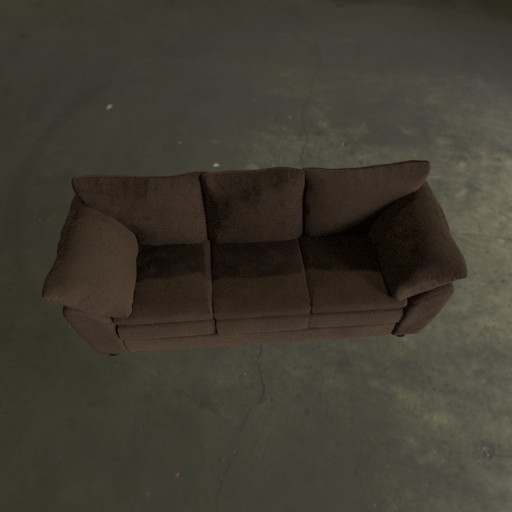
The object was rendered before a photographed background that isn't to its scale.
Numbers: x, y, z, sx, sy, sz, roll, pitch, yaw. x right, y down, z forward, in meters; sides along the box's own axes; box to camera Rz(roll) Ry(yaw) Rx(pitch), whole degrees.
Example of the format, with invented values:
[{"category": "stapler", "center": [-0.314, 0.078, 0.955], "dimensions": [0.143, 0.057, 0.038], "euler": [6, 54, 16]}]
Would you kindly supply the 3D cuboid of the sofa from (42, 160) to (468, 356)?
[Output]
[{"category": "sofa", "center": [0.000, 0.000, 2.838], "dimensions": [2.336, 1.015, 0.878], "euler": [-3, 48, -3]}]
